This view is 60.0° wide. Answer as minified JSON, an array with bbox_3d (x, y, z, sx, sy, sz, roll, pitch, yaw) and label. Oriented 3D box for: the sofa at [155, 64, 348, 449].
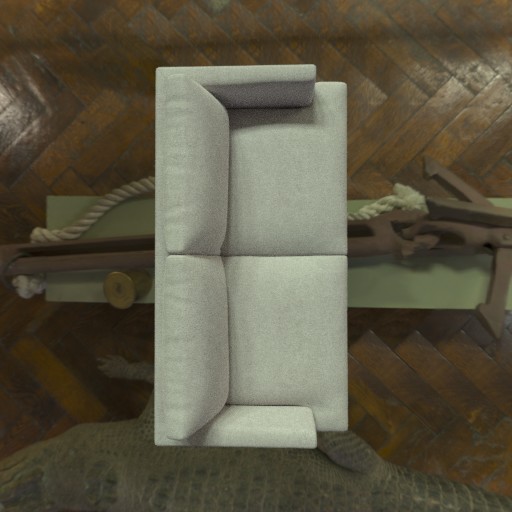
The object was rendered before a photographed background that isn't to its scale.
[{"bbox_3d":[0.000,0.000,2.450,1.020,0.868,1.948,0,89,2],"label":"sofa"}]
